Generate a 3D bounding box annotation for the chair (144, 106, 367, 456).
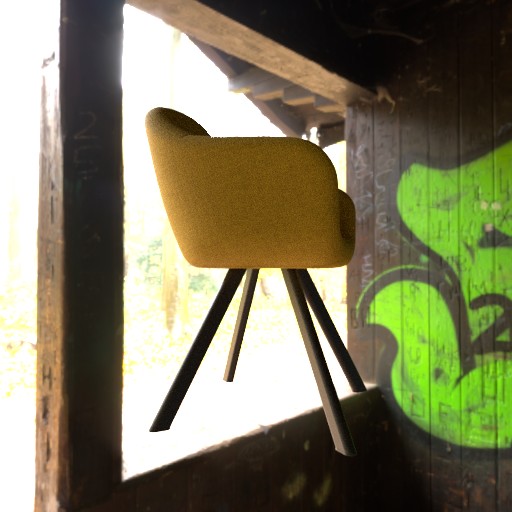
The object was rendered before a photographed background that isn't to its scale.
[{"bbox_3d":[0.000,0.000,1.182,0.550,0.795,0.590,0,-1,16],"label":"chair"}]
